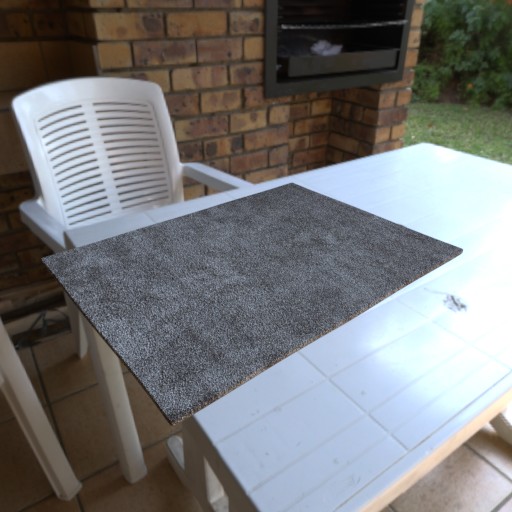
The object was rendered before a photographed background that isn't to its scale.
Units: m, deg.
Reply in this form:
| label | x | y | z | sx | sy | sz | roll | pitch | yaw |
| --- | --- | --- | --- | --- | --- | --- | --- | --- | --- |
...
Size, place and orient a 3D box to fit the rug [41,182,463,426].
| label | x | y | z | sx | sy | sz | roll | pitch | yaw |
| --- | --- | --- | --- | --- | --- | --- | --- | --- | --- |
| rug | 0.000 | 0.000 | 2.094 | 1.601 | 0.025 | 1.198 | -22 | 36 | -34 |
